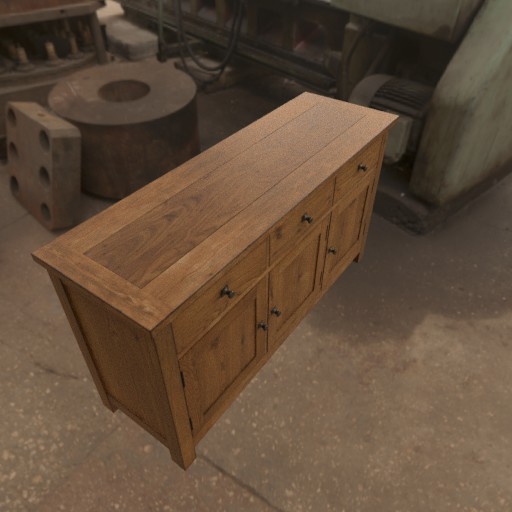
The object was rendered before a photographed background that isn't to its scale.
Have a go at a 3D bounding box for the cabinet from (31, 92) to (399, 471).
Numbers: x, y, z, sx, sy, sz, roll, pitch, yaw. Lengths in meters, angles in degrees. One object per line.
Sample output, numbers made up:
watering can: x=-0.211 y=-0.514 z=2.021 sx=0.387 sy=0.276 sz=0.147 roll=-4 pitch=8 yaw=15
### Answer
cabinet: x=0.000 y=0.000 z=1.841 sx=0.480 sy=0.813 sz=1.474 roll=25 pitch=47 yaw=26
